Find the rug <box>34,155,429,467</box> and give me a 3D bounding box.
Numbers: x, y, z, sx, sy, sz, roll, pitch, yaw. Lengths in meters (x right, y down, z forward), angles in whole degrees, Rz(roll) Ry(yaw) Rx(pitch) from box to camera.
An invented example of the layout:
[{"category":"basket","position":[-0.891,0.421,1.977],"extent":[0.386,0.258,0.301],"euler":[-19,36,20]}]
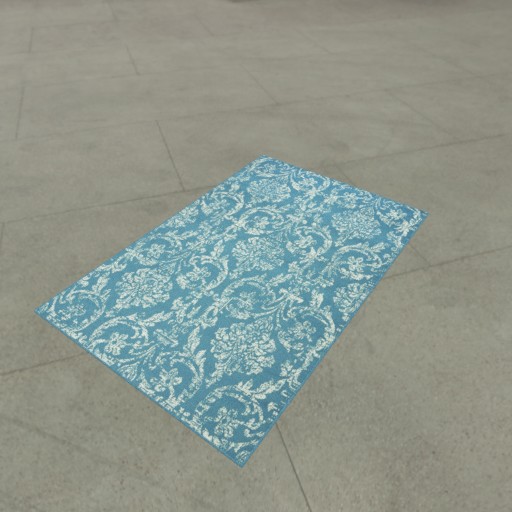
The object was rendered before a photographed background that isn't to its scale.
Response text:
[{"category":"rug","position":[0.000,0.000,3.502],"extent":[1.816,0.018,2.746],"euler":[26,47,26]}]
